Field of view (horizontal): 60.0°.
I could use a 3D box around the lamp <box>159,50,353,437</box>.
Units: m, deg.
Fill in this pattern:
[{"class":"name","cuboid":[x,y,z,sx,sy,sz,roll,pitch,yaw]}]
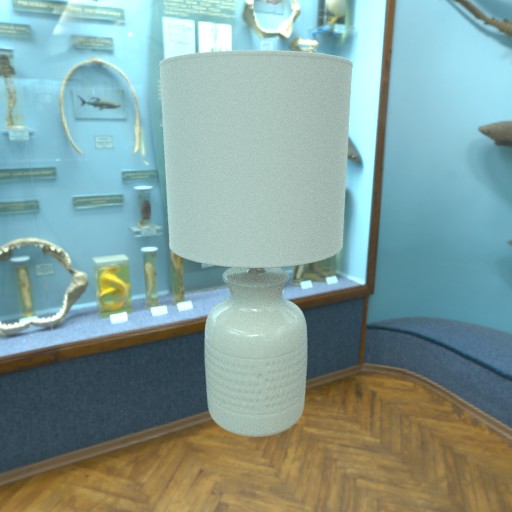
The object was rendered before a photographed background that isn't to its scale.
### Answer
[{"class":"lamp","cuboid":[0.000,0.000,0.493,0.188,0.392,0.188,-8,18,-25]}]
